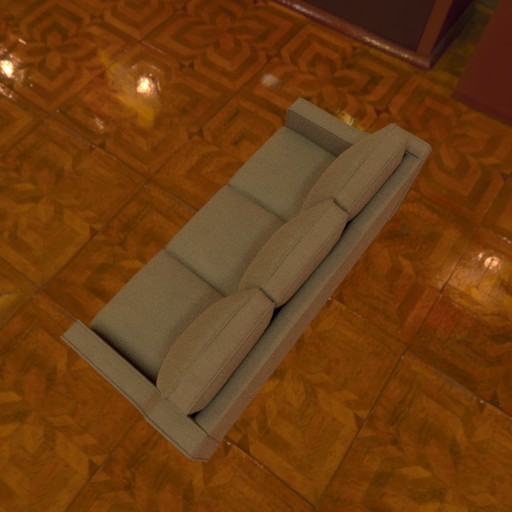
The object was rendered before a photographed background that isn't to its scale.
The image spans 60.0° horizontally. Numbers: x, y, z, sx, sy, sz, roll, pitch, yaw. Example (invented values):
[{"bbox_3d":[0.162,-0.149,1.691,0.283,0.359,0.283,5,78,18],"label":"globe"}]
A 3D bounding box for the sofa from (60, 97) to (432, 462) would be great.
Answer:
[{"bbox_3d":[0.000,0.000,2.513,0.911,0.974,1.986,35,69,16],"label":"sofa"}]
